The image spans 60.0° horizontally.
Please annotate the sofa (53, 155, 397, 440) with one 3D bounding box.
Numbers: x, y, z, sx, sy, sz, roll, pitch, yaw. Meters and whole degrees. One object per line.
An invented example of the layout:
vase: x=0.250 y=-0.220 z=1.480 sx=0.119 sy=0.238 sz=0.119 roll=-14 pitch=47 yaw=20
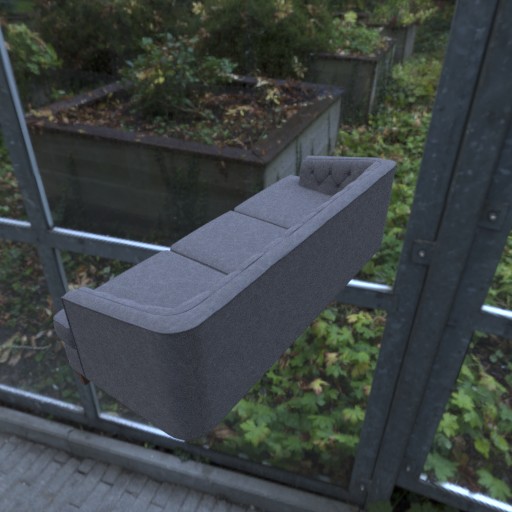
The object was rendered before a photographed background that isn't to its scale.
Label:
sofa: x=0.000 y=0.000 z=2.743 sx=0.917 sy=0.806 sz=2.247 roll=21 pitch=39 yaw=29
